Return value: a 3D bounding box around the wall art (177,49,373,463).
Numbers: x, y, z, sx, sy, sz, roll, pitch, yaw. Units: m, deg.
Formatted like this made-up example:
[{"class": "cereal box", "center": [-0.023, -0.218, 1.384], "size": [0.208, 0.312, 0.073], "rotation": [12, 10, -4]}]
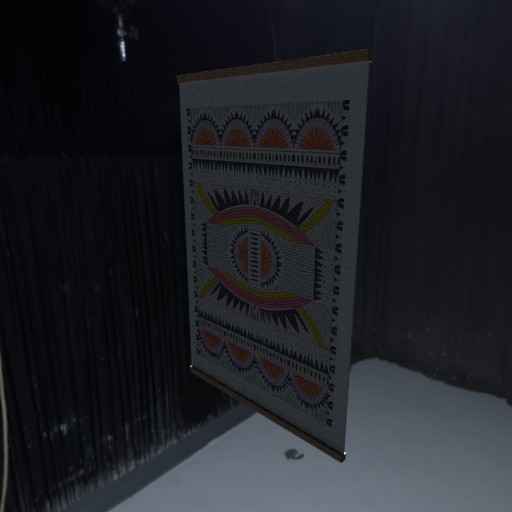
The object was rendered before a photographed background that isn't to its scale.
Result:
[{"class": "wall art", "center": [0.000, 0.000, 1.925], "size": [0.999, 1.533, 0.028], "rotation": [15, 22, 43]}]
